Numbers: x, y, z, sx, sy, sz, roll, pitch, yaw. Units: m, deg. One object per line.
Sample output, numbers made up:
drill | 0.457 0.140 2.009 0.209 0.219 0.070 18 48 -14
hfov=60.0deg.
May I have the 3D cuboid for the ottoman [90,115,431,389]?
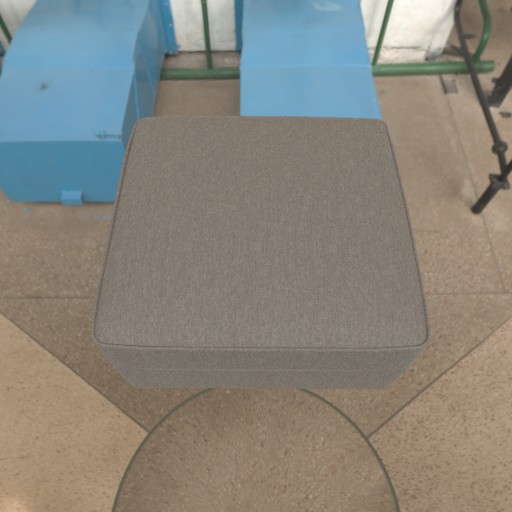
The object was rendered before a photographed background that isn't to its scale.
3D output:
ottoman | 0.000 0.000 1.443 0.871 0.612 0.808 0 59 0
